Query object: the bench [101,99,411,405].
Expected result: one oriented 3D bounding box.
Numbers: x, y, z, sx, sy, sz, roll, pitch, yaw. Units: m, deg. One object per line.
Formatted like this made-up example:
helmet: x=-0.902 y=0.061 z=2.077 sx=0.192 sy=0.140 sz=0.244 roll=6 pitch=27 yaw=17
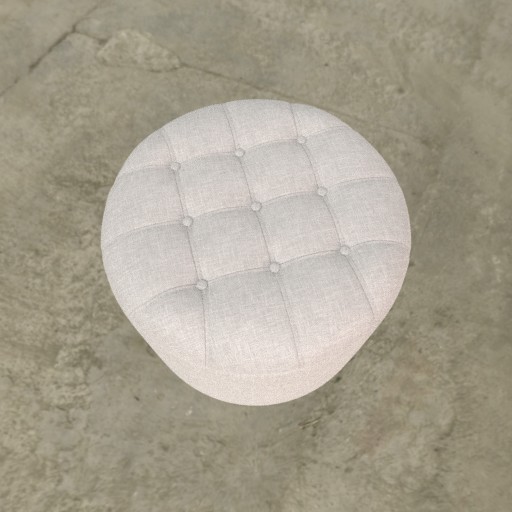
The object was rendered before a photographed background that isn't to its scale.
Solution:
bench: x=0.000 y=0.000 z=1.003 sx=0.600 sy=0.453 sz=0.600 roll=0 pitch=64 yaw=0
